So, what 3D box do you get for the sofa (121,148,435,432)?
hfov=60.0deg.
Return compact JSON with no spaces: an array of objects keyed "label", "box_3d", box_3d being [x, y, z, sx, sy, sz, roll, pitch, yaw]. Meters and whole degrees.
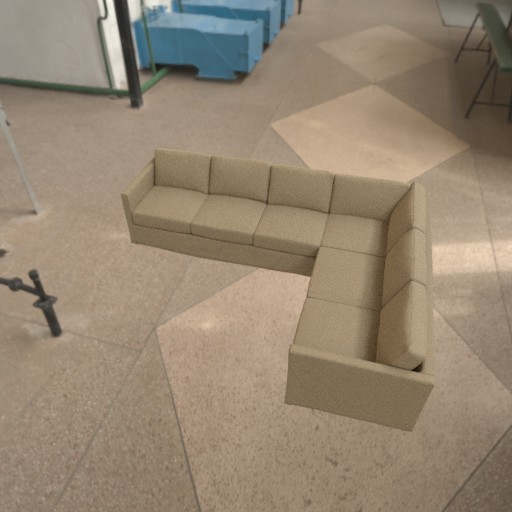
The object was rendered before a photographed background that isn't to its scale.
[{"label":"sofa","box_3d":[0.000,0.000,4.320,3.182,0.871,2.432,11,43,12]}]
